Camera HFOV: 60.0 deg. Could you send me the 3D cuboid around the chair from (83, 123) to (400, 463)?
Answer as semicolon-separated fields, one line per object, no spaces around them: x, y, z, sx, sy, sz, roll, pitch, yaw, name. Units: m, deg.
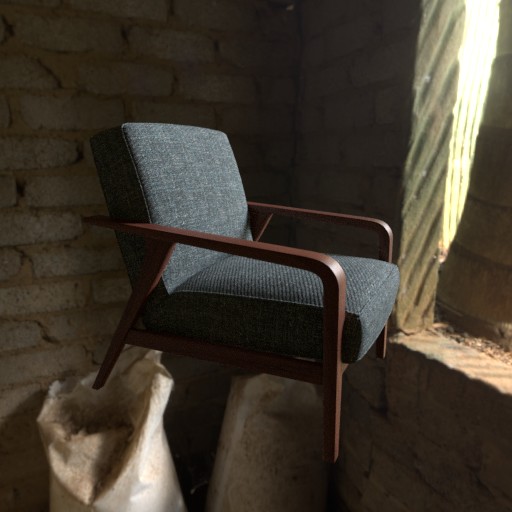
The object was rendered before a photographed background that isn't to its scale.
0.000;0.000;1.494;0.889;0.864;0.719;6;14;25;chair
